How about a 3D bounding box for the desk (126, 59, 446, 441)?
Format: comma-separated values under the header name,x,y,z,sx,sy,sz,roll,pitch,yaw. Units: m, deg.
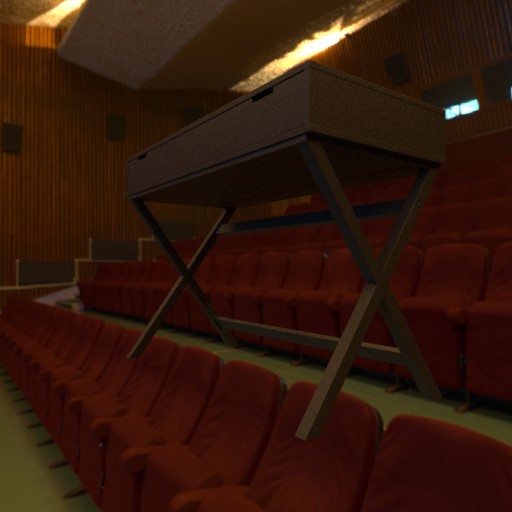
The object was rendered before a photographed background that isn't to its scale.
name,x,y,z,sx,sy,sz,roll,pitch,yaw
desk,0.000,0.000,1.474,0.504,0.780,1.057,1,-2,-36
